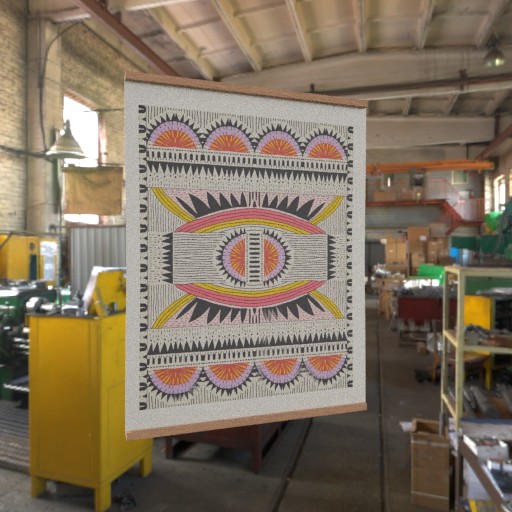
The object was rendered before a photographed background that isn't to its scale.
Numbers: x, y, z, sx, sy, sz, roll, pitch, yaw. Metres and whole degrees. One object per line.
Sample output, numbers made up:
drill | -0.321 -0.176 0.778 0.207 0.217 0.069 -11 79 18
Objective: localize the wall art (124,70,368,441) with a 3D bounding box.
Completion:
wall art | 0.000 0.000 1.348 0.765 1.016 0.028 0 1 -18
